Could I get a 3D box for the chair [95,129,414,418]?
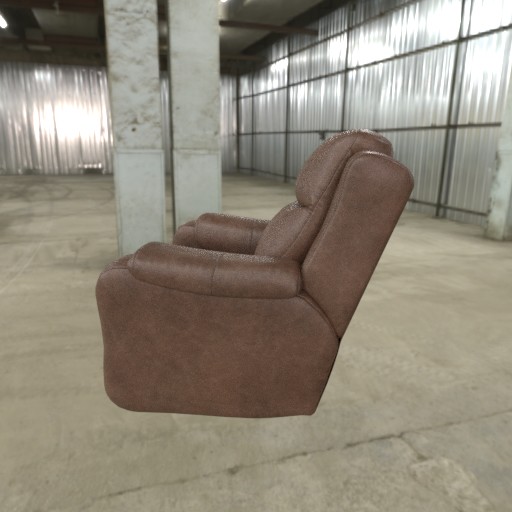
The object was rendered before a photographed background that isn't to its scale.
[{"bbox_3d":[0.000,0.000,1.817,1.067,0.990,0.940,2,14,9],"label":"chair"}]
